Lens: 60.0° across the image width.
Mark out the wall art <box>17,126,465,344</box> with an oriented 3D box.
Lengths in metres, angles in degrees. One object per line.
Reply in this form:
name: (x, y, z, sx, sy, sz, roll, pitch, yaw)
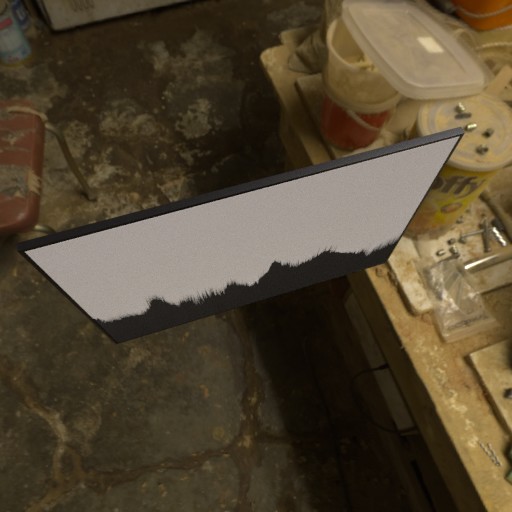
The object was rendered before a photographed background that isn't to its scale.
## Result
wall art: (0.000, 0.000, 1.206, 0.957, 0.660, 0.019, -16, 65, -8)
